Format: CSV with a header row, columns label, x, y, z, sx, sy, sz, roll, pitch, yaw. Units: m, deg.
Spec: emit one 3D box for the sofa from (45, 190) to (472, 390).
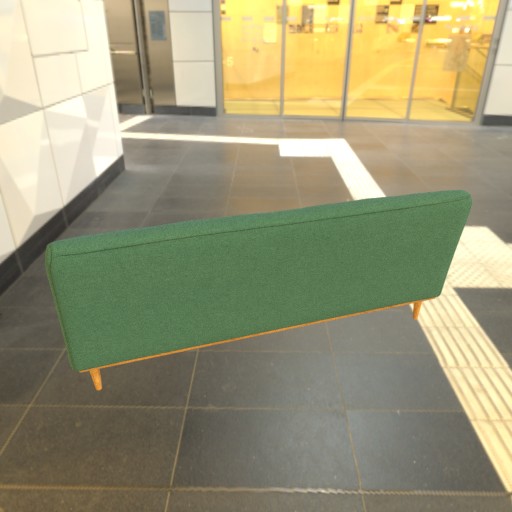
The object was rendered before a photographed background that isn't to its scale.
label,x,y,z,sx,sy,sz,roll,pitch,yaw
sofa,0.000,0.000,2.517,2.057,0.871,0.978,-9,28,-17
